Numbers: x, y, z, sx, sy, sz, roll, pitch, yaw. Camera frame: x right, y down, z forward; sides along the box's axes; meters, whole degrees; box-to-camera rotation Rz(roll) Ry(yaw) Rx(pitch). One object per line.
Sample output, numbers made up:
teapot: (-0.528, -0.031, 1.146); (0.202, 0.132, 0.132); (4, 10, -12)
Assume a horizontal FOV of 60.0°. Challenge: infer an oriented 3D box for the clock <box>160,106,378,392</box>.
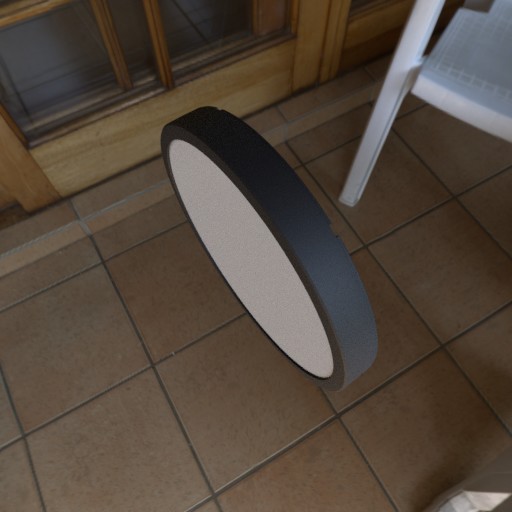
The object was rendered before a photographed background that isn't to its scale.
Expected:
clock: (0.000, 0.000, 0.435); (0.040, 0.293, 0.293); (-33, 69, -15)
